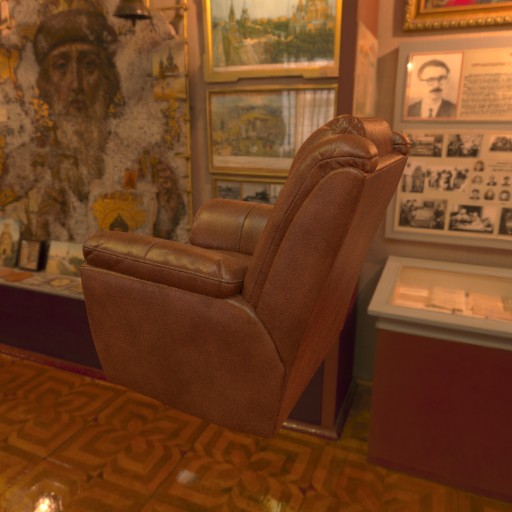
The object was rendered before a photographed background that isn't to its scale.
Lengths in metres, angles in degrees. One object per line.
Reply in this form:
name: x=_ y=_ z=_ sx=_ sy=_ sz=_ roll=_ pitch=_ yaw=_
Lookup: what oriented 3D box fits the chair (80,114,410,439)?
chair: x=0.000 y=0.000 z=1.819 sx=1.041 sy=1.093 sz=0.990 roll=8 pitch=18 yaw=24
